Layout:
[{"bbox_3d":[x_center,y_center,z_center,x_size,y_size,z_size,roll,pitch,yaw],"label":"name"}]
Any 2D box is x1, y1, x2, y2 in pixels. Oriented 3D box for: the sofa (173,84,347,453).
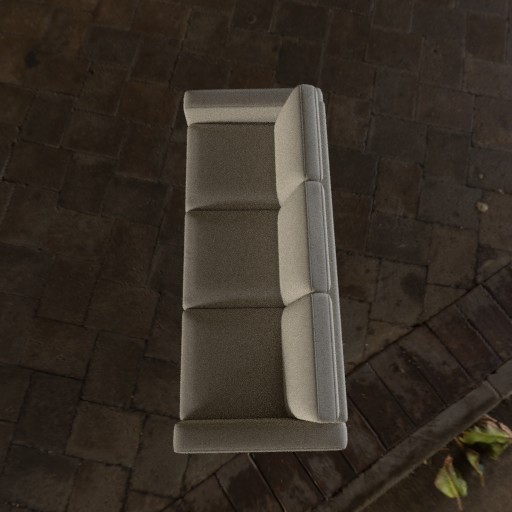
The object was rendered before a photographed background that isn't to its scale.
[{"bbox_3d":[0.000,0.000,2.689,0.900,0.800,2.160,-1,74,0],"label":"sofa"}]
